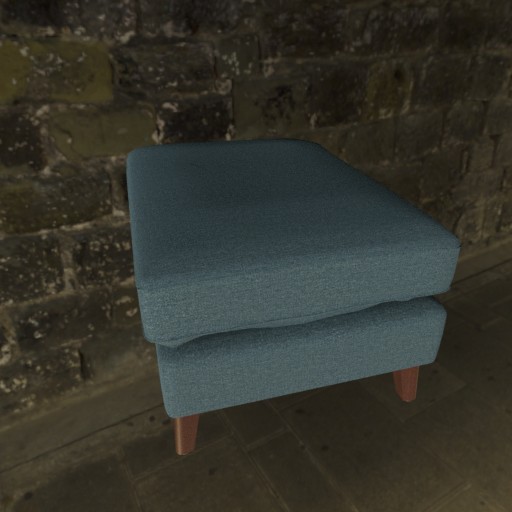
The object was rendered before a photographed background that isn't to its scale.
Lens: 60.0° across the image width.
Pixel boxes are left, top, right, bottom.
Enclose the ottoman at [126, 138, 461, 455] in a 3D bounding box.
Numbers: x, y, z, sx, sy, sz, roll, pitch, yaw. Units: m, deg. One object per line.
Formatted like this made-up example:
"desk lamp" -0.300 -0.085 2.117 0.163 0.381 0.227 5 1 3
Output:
"ottoman" 0.000 0.000 1.222 0.629 0.503 0.835 -8 30 -14
